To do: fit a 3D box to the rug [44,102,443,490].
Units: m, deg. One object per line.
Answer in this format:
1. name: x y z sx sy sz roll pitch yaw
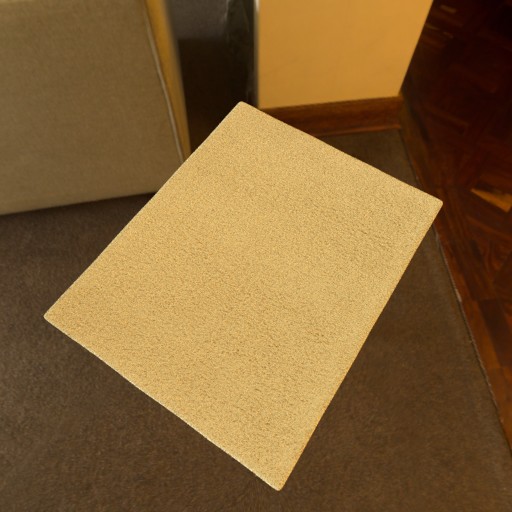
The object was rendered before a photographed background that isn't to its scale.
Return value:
1. rug: 0.000 0.000 4.124 2.438 0.029 3.047 31 68 14
